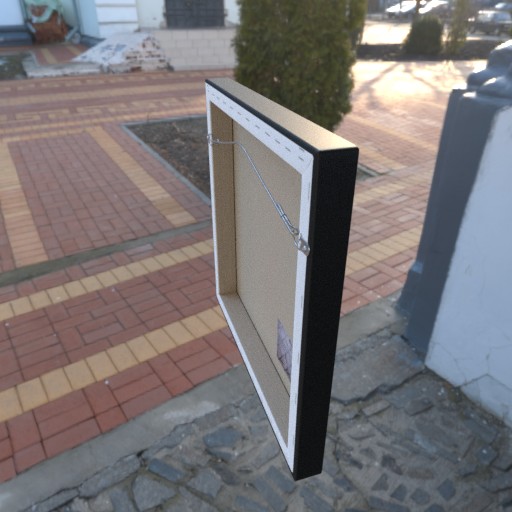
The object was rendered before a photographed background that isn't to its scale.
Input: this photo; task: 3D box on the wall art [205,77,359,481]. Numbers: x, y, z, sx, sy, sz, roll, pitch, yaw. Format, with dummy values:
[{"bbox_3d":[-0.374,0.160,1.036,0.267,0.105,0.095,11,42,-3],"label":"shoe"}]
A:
[{"bbox_3d":[0.000,0.000,0.608,0.041,0.407,0.406,-9,31,-15],"label":"wall art"}]
